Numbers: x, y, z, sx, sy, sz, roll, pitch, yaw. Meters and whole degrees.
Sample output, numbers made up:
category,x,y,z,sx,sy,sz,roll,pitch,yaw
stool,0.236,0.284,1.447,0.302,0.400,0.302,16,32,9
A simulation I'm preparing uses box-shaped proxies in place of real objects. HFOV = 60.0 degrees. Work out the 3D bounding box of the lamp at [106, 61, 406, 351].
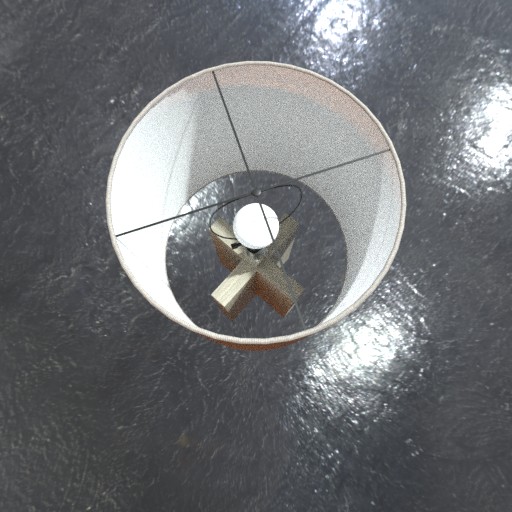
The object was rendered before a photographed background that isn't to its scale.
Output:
category,x,y,z,sx,sy,sz,roll,pitch,yaw
lamp,0.000,0.000,0.544,0.229,0.428,0.229,41,80,9
